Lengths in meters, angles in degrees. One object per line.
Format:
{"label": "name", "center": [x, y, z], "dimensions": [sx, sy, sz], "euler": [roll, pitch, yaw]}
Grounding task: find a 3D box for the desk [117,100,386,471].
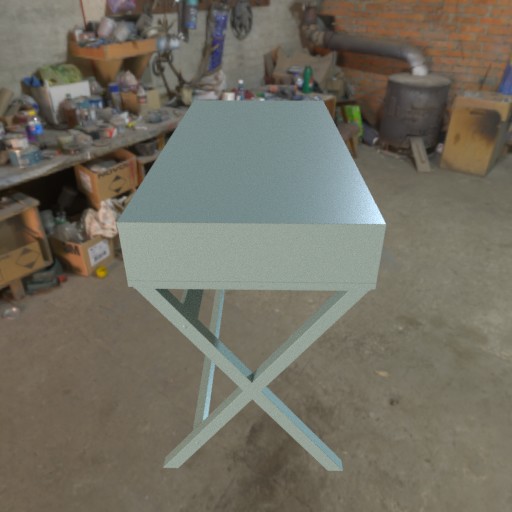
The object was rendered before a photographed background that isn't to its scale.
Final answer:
{"label": "desk", "center": [0.000, 0.000, 1.481], "dimensions": [0.509, 0.780, 1.059], "euler": [1, 31, 1]}
